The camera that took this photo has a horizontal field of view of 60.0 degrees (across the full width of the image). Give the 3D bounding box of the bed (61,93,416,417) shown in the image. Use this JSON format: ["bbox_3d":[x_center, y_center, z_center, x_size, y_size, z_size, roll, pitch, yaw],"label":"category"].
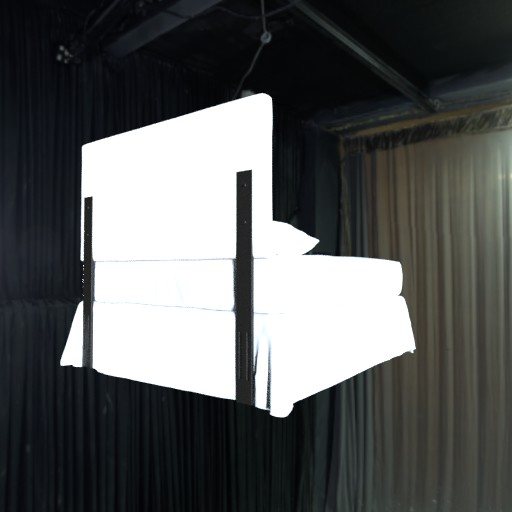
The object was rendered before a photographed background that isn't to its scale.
[{"bbox_3d":[0.000,0.000,3.500,1.936,1.577,2.222,-1,-2,37],"label":"bed"}]
